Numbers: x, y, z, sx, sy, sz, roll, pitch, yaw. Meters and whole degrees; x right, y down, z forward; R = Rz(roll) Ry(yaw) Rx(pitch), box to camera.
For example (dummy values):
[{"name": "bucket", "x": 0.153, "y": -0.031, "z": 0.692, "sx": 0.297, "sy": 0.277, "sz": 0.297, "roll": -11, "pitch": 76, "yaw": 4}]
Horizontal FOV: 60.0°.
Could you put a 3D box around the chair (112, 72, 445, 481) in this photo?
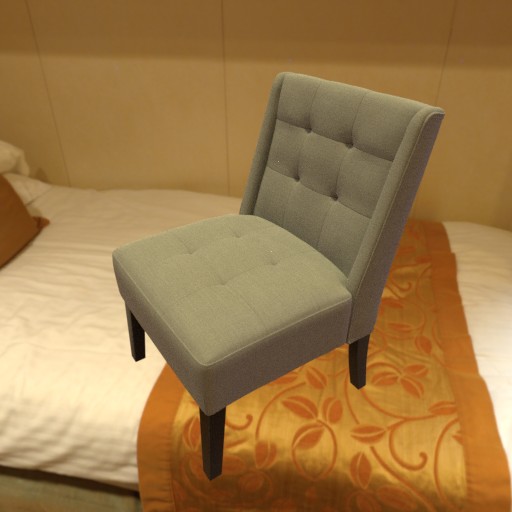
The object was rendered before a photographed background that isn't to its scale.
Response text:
[{"name": "chair", "x": 0.000, "y": 0.000, "z": 1.248, "sx": 0.676, "sy": 0.853, "sz": 0.569, "roll": -20, "pitch": 37, "yaw": -29}]
